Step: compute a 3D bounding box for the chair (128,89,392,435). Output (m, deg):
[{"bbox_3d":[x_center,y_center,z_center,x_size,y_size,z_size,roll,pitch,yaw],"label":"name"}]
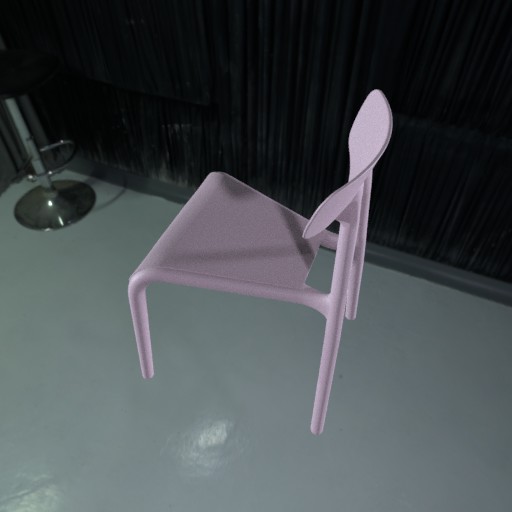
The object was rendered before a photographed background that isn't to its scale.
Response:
[{"bbox_3d":[0.000,0.000,0.820,0.401,0.580,0.356,16,49,14],"label":"chair"}]
